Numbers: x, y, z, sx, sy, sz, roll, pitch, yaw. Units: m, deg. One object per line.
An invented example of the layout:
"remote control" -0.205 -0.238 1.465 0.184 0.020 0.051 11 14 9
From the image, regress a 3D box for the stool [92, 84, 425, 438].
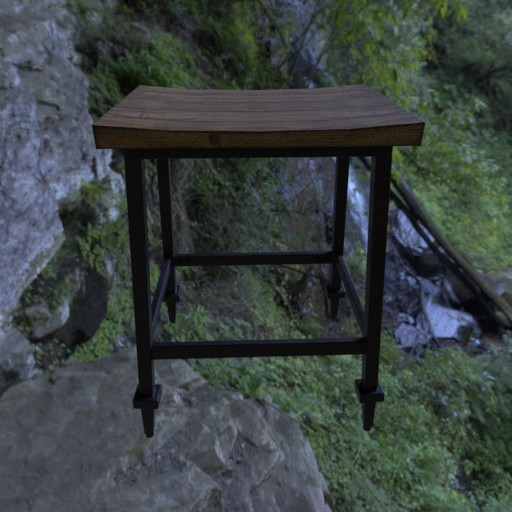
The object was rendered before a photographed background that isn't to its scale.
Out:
"stool" 0.000 0.000 0.926 0.486 0.625 0.405 -1 30 -2
